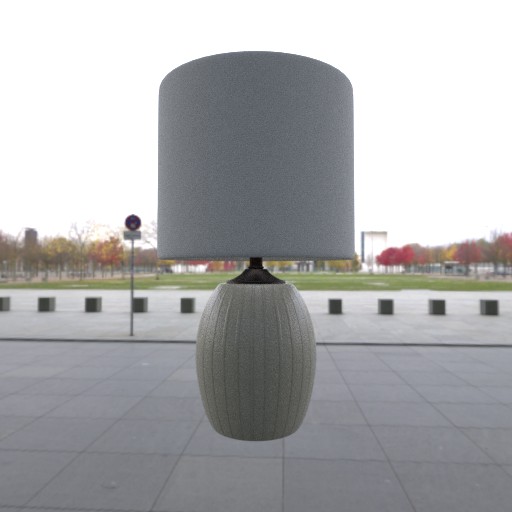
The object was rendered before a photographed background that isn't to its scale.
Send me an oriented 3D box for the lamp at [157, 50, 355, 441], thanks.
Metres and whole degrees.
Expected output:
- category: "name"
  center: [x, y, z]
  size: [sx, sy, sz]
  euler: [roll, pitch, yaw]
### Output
- category: "lamp"
  center: [0.000, 0.000, 0.755]
  size: [0.329, 0.570, 0.329]
  euler: [-1, -2, 19]
